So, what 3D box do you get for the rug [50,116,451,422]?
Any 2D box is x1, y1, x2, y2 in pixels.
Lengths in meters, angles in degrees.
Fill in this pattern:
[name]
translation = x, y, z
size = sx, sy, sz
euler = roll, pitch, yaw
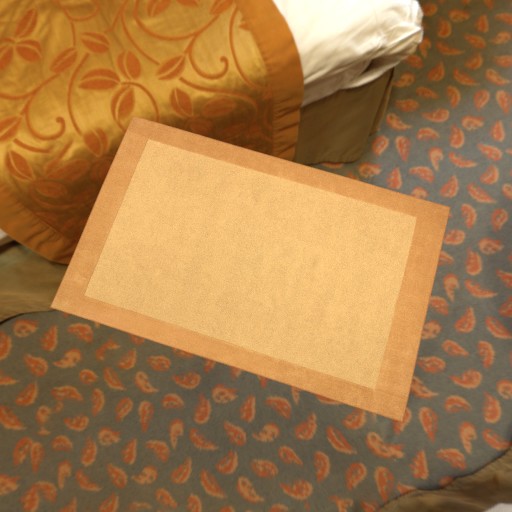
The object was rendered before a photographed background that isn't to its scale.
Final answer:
[rug]
translation = 0.000, 0.000, 3.085
size = 2.438, 0.014, 1.524
euler = 17, 77, 4
